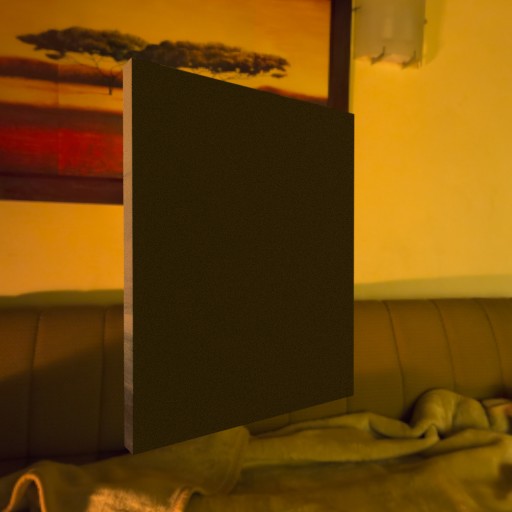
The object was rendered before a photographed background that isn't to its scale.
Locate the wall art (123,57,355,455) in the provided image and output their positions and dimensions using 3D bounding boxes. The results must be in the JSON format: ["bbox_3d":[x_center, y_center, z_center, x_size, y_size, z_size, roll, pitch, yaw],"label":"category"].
[{"bbox_3d":[0.000,0.000,0.834,0.489,0.608,0.040,-1,1,-35],"label":"wall art"}]
